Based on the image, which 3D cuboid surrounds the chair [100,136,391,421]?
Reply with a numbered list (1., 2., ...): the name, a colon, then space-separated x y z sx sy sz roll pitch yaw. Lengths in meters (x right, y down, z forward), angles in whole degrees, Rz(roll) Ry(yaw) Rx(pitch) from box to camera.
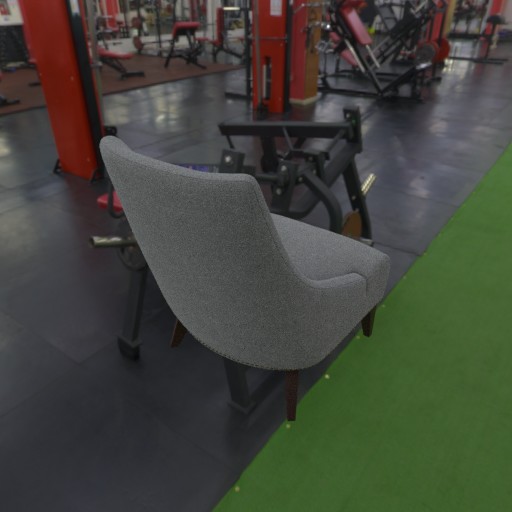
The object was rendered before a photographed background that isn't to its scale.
1. chair: 0.000 0.000 1.559 0.701 0.909 0.861 22 37 32
